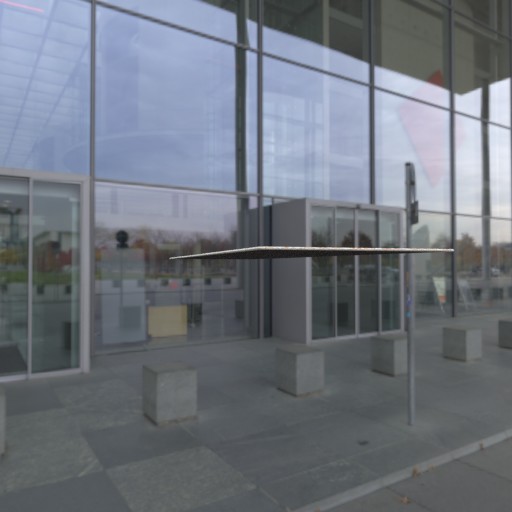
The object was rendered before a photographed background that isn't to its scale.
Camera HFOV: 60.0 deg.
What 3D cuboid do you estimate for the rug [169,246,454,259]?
[{"bbox_3d":[0.000,0.000,2.666,0.750,0.009,2.435,0,-1,-18],"label":"rug"}]
